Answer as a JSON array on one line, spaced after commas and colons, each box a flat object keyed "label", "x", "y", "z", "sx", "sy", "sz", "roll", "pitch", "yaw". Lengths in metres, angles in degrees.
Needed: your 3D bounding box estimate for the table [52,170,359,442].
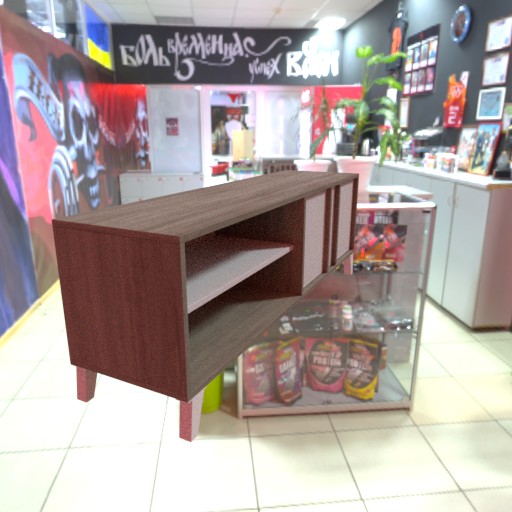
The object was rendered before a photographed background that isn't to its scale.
[{"label": "table", "x": 0.000, "y": 0.000, "z": 1.754, "sx": 0.400, "sy": 0.530, "sz": 1.500, "roll": 8, "pitch": 18, "yaw": 26}]
